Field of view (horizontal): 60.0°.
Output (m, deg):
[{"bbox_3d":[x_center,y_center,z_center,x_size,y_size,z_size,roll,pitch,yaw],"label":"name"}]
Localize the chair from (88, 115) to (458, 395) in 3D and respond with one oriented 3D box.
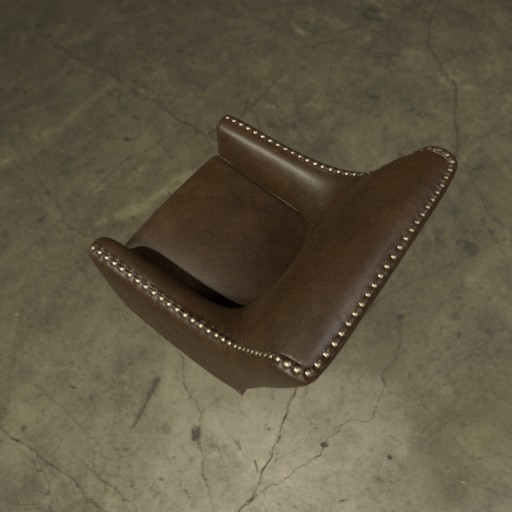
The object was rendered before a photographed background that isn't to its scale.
[{"bbox_3d":[0.000,0.000,1.308,0.704,0.813,0.639,34,68,16],"label":"chair"}]
